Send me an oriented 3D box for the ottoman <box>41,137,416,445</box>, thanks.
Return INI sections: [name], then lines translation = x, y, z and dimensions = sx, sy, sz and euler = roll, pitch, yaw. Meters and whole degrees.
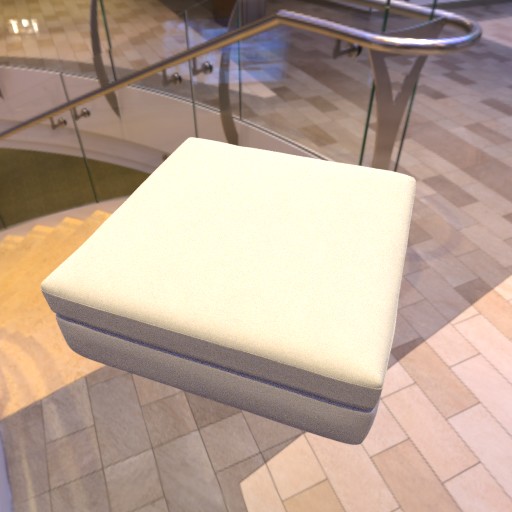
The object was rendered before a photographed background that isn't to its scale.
[ottoman]
translation = 0.000, 0.000, 1.835
dimensions = 1.167, 0.482, 1.163
euler = 13, 43, 15
